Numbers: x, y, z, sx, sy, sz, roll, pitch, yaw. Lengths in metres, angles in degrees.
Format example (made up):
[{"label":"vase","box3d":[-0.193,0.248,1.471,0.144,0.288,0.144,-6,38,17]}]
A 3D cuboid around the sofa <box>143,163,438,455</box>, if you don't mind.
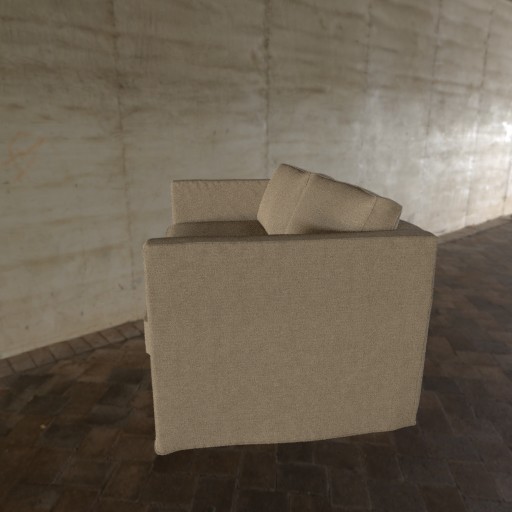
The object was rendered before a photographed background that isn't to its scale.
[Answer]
[{"label":"sofa","box3d":[0.000,0.000,2.230,0.956,0.828,1.766,-2,16,-7]}]
